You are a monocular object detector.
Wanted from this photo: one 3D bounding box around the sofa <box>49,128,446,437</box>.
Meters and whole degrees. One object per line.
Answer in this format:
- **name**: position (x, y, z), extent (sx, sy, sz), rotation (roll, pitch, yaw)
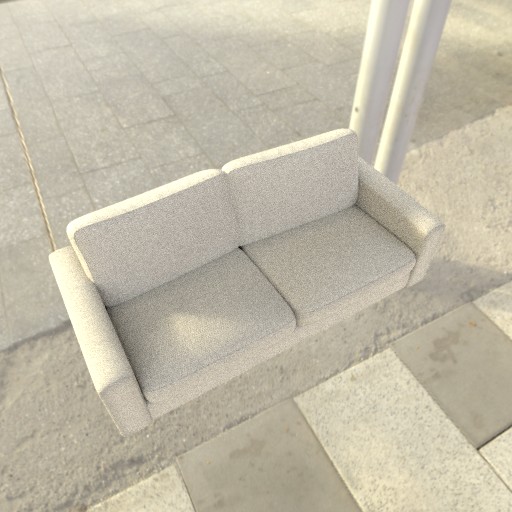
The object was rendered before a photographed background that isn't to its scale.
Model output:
- **sofa**: position (0.000, 0.000, 2.704), extent (2.179, 0.873, 1.016), rotation (-23, 51, -20)
